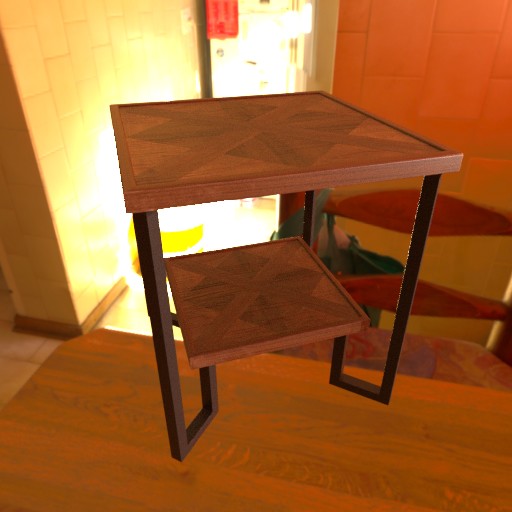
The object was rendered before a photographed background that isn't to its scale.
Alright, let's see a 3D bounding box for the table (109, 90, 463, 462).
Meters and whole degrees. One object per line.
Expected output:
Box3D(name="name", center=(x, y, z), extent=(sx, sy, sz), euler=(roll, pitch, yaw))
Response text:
Box3D(name="table", center=(0.000, 0.000, 0.957), extent=(0.503, 0.563, 0.503), euler=(-9, 32, -15))
